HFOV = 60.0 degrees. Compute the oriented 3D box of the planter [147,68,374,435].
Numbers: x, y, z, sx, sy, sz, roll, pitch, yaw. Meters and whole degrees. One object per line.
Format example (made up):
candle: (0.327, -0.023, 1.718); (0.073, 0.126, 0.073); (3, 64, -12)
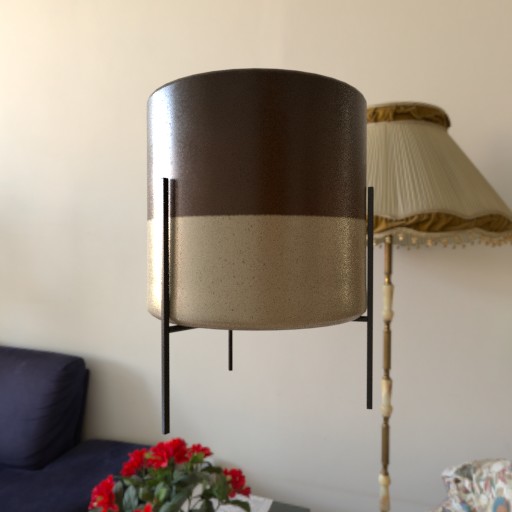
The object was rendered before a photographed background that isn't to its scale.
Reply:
planter: (0.000, 0.000, 0.716); (0.345, 0.465, 0.354); (0, 1, -17)
